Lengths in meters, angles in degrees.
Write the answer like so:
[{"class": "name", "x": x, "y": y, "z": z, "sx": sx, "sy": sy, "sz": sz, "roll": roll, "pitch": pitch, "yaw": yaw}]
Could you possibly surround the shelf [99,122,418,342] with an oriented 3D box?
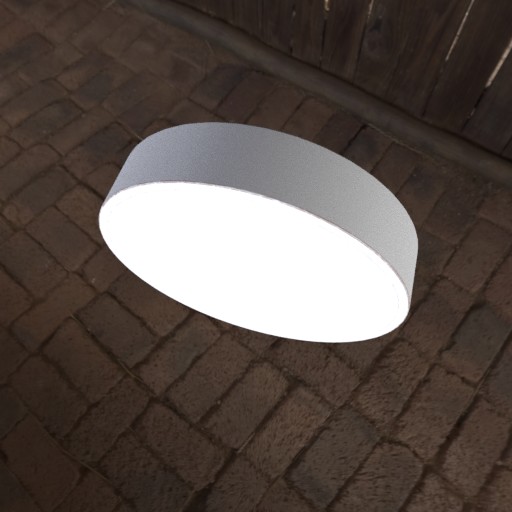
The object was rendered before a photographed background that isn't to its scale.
[{"class": "shelf", "x": 0.000, "y": 0.000, "z": 1.192, "sx": 0.806, "sy": 0.807, "sz": 0.158, "roll": 15, "pitch": 64, "yaw": 7}]
